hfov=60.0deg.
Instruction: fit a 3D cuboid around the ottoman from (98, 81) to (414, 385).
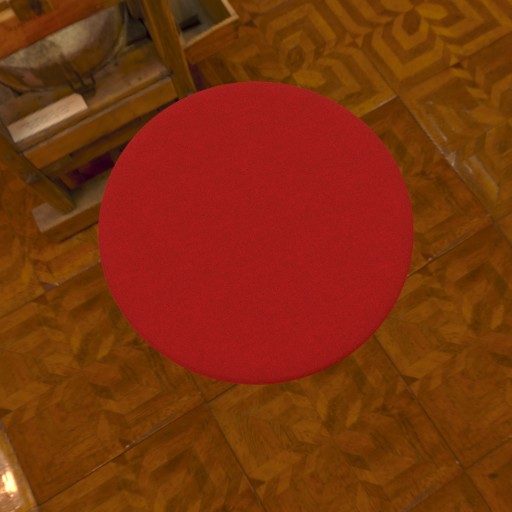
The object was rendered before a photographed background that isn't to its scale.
[{"bbox_3d":[0.000,0.000,0.741,0.400,0.406,0.400,0,76,0],"label":"ottoman"}]
